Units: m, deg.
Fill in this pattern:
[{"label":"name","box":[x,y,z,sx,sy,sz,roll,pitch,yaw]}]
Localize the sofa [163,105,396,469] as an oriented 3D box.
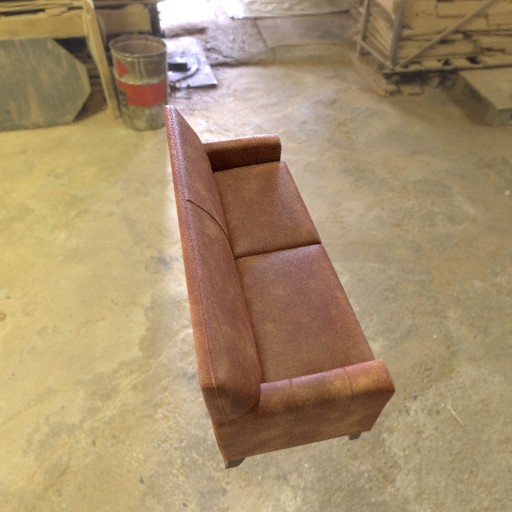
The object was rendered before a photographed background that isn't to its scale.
[{"label":"sofa","box":[0.000,0.000,2.556,0.805,0.947,2.053,-9,46,-8]}]
